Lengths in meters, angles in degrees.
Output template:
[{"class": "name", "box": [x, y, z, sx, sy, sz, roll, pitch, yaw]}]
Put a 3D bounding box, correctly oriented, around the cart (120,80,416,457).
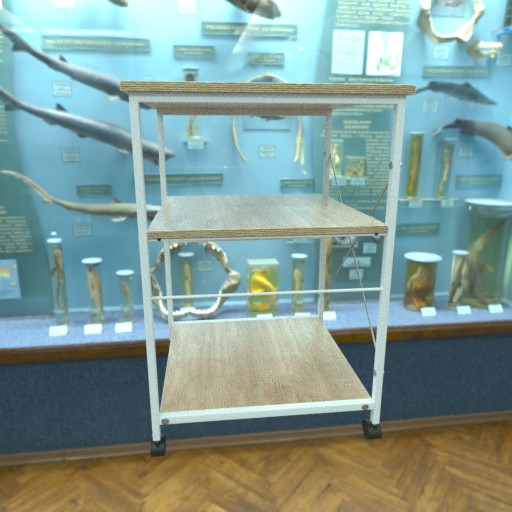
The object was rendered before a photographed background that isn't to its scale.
[{"class": "cart", "box": [0.000, 0.000, 1.117, 0.520, 0.762, 0.521, -2, 15, -6]}]
